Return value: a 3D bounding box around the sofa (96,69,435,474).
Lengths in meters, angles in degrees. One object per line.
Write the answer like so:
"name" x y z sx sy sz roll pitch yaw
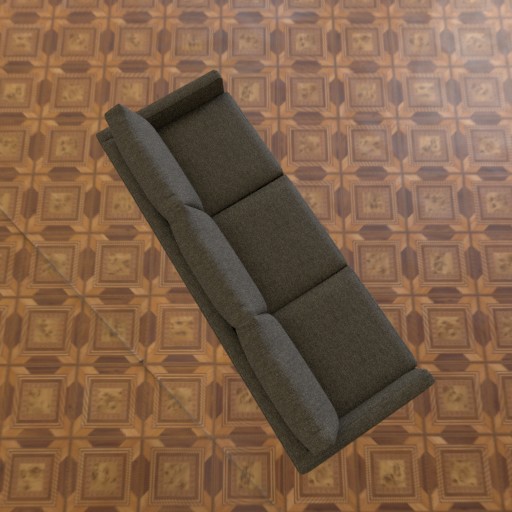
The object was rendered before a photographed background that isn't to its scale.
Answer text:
"sofa" 0.000 0.000 2.649 0.876 0.879 2.253 -32 78 -7
